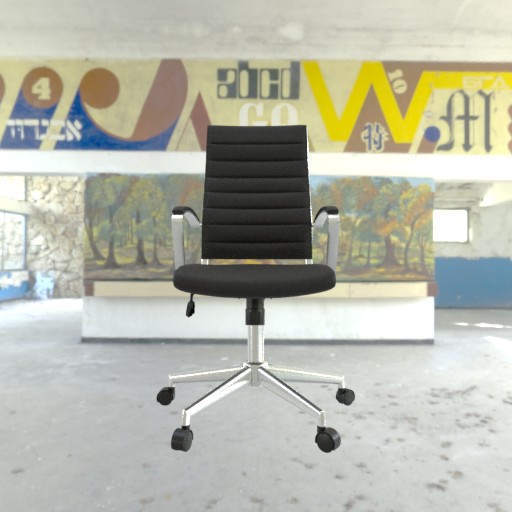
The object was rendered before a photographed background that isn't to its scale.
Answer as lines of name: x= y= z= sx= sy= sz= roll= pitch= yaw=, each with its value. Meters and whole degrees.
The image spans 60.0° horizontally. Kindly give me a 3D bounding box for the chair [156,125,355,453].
chair: x=0.000 y=0.000 z=1.641 sx=0.766 sy=1.149 sz=0.739 roll=0 pitch=0 yaw=1
